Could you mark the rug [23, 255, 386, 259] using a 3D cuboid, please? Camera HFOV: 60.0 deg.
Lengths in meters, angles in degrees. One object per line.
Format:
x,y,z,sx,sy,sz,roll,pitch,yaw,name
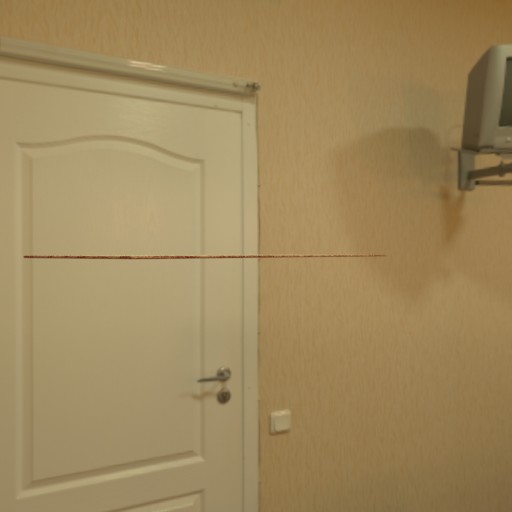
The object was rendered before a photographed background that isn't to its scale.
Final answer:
0.000,0.000,2.704,0.750,0.011,2.435,0,0,36,rug
